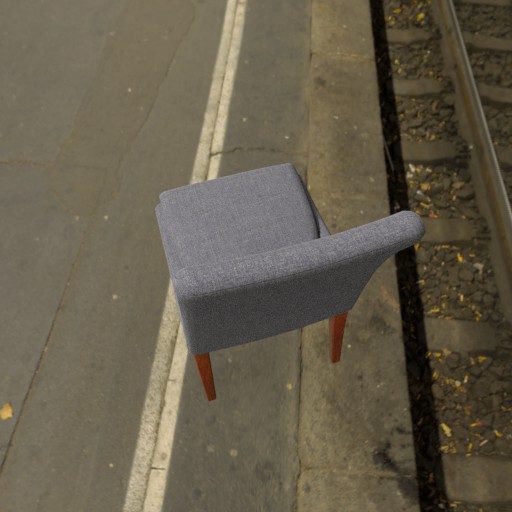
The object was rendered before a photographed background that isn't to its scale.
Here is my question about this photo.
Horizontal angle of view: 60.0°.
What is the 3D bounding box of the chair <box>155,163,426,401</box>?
[{"bbox_3d":[0.000,0.000,1.287,0.508,0.952,0.655,-15,60,-9],"label":"chair"}]
